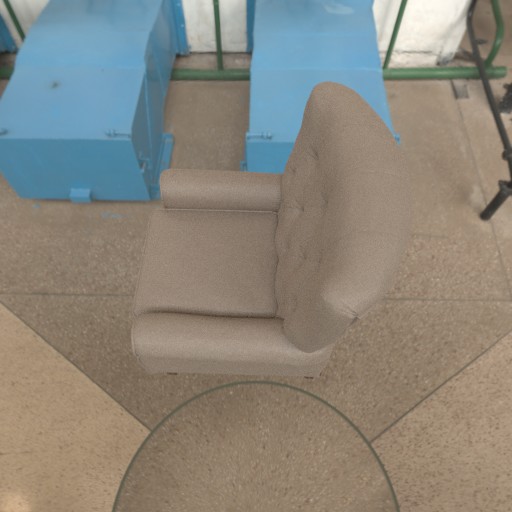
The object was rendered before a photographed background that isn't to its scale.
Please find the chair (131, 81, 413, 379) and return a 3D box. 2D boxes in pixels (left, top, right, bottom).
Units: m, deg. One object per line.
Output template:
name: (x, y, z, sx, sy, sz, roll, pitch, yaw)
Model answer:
chair: (0.000, 0.000, 1.912, 1.041, 1.138, 0.999, 2, 58, 1)
